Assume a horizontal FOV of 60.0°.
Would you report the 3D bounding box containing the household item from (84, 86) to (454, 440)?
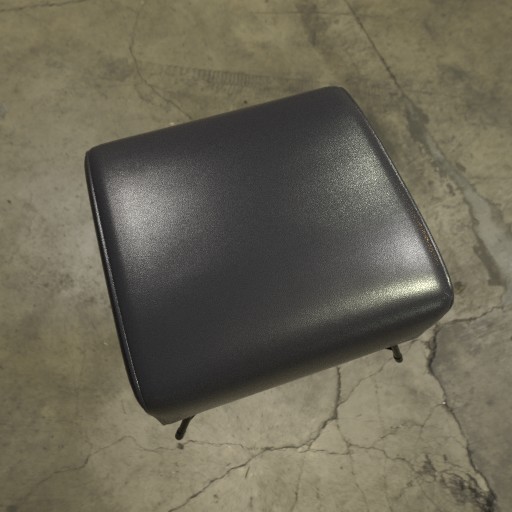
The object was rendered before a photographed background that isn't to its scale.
[{"bbox_3d":[0.000,0.000,0.884,0.530,0.410,0.530,-17,67,-8],"label":"household item"}]
